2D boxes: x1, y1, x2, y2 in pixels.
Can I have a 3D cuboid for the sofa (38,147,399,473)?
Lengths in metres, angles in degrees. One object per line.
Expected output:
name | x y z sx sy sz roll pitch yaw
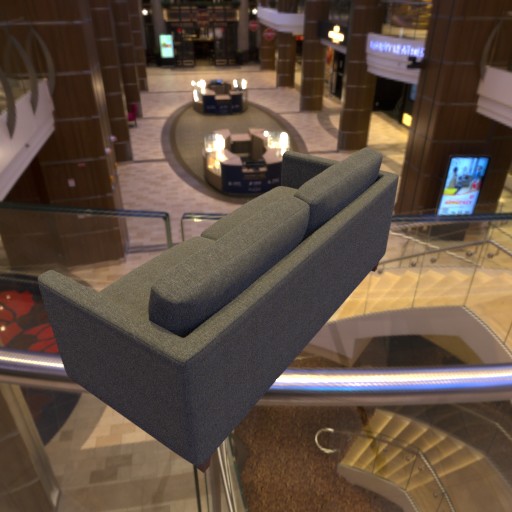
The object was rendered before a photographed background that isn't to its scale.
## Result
sofa | 0.000 0.000 2.680 0.948 0.965 2.208 20 37 29
